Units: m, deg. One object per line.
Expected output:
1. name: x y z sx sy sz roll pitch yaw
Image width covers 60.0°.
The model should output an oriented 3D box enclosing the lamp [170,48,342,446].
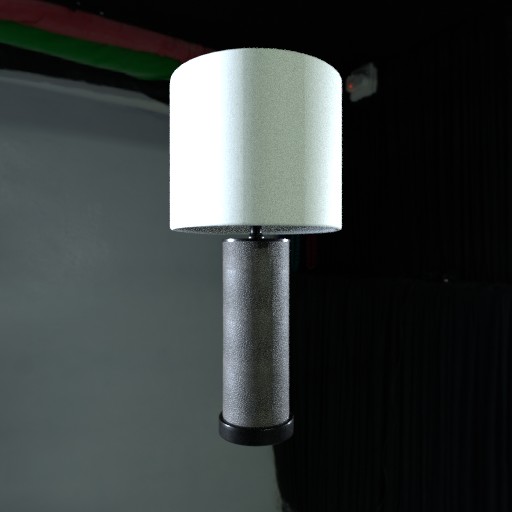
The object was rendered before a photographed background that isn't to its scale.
1. lamp: 0.000 0.000 0.804 0.305 0.634 0.305 0 0 -38
